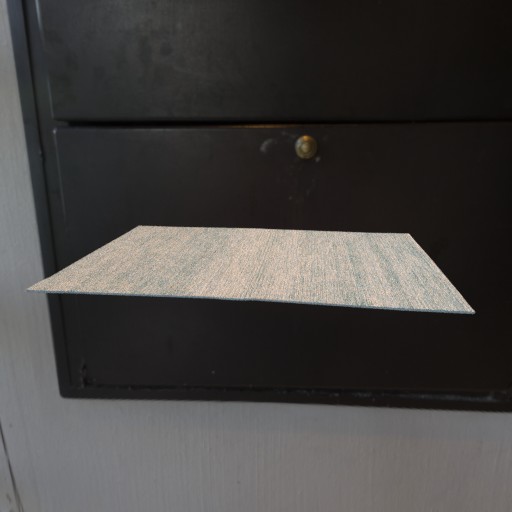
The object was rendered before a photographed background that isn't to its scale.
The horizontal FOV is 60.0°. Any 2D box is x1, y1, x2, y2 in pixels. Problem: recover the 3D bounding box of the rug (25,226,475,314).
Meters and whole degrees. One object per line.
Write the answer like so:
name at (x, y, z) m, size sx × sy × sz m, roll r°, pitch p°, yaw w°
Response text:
rug at (0.000, 0.000, 2.988) m, size 2.306 × 0.030 × 1.613 m, roll 2°, pitch 16°, yaw 7°
